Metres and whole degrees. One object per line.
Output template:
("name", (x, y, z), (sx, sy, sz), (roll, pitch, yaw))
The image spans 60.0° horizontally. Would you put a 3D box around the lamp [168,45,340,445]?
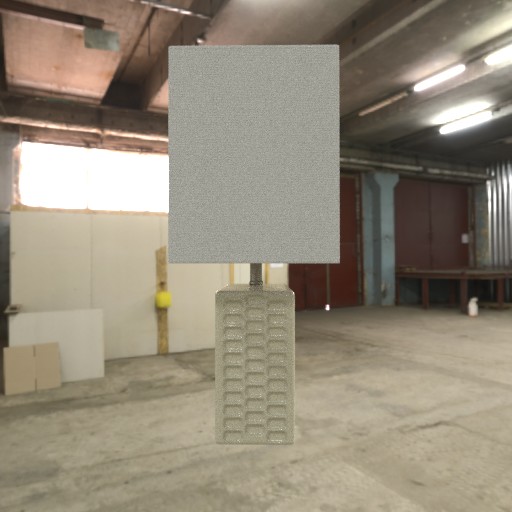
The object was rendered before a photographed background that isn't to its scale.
("lamp", (0.000, 0.000, 0.705), (0.200, 0.515, 0.380), (0, -1, 1))
